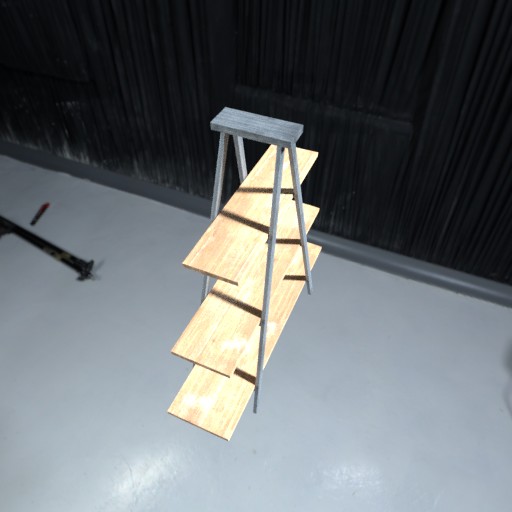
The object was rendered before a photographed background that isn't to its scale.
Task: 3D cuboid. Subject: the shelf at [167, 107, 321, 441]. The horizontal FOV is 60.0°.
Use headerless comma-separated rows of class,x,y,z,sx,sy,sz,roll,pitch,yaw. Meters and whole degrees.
shelf,0.000,0.000,2.752,0.508,1.808,1.746,18,50,16
